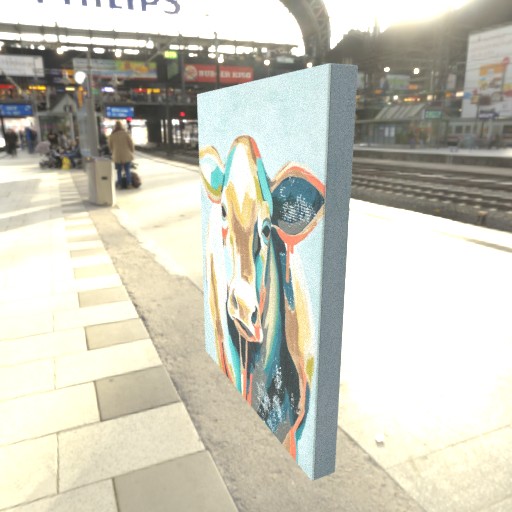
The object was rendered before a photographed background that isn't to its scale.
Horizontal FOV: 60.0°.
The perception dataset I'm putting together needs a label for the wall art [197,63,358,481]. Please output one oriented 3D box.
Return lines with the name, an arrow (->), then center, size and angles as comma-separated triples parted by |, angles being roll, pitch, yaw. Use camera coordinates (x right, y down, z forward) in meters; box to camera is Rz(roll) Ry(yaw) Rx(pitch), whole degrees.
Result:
wall art -> 0.000, 0.000, 0.699 | 0.037, 0.509, 0.409 | -7, 17, -25
